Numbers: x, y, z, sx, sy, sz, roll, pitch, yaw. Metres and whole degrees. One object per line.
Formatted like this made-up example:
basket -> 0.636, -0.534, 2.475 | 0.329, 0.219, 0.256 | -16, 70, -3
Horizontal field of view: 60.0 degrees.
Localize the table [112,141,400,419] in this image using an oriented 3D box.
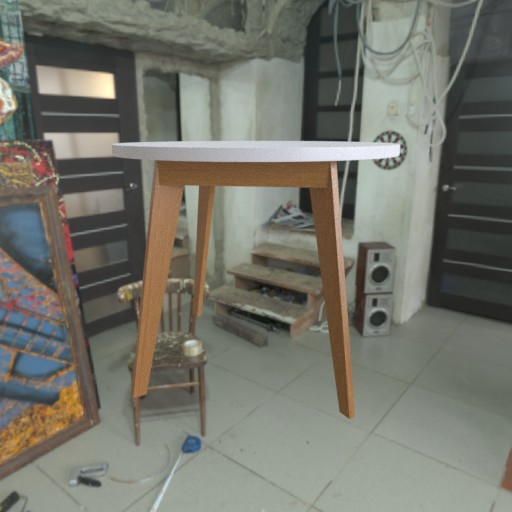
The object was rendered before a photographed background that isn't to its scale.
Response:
table -> 0.000, 0.000, 1.544 | 0.896, 0.762, 0.896 | 0, 16, 0
